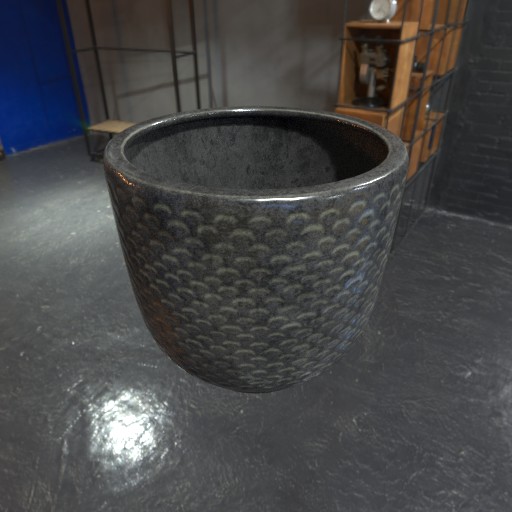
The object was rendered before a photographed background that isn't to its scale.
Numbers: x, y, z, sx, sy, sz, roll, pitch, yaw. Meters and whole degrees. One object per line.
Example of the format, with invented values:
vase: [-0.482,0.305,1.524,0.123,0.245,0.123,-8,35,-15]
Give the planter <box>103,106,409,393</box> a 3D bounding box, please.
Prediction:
planter: [0.000,0.000,0.241,0.140,0.129,0.140,0,31,0]
